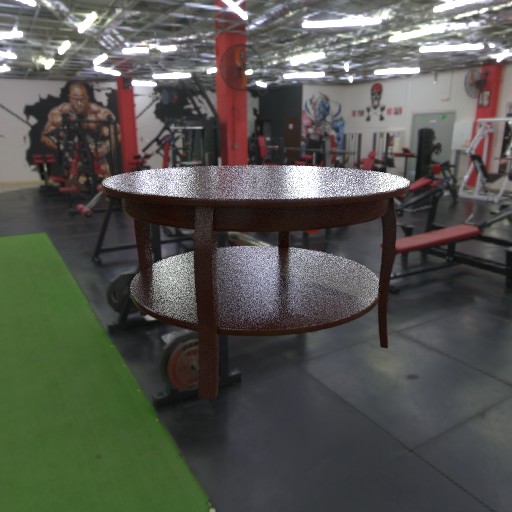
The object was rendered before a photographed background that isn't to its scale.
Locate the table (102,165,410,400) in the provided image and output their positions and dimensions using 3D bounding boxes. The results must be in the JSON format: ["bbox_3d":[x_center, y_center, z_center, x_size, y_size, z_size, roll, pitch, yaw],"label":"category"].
[{"bbox_3d":[0.000,0.000,1.448,0.911,0.512,0.911,0,16,0],"label":"table"}]
